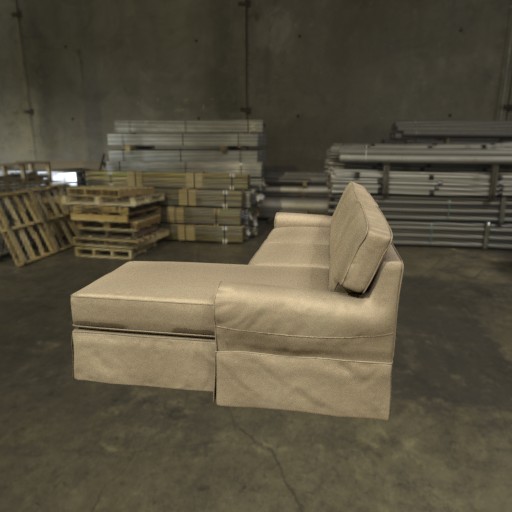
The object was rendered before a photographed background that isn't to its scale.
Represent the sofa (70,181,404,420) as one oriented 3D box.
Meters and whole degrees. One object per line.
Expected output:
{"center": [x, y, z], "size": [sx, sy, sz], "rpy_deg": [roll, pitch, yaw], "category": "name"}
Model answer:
{"center": [0.000, 0.000, 3.298], "size": [1.733, 0.978, 2.475], "rpy_deg": [2, 14, 9], "category": "sofa"}
